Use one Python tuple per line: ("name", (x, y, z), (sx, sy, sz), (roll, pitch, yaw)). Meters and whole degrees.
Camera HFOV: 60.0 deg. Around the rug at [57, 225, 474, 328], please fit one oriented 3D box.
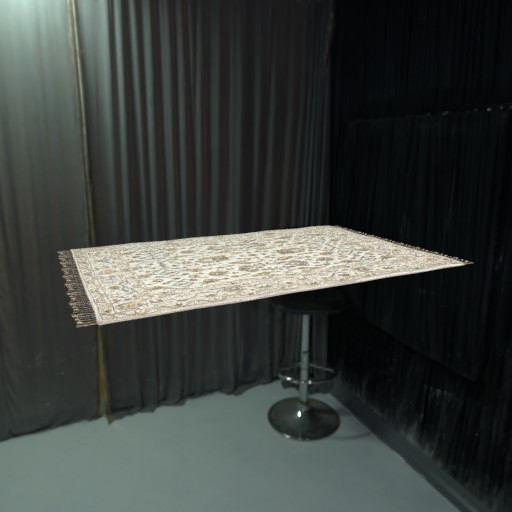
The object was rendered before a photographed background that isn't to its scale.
("rug", (0.000, 0.000, 3.032), (2.434, 0.027, 1.529), (-7, 16, -25))
